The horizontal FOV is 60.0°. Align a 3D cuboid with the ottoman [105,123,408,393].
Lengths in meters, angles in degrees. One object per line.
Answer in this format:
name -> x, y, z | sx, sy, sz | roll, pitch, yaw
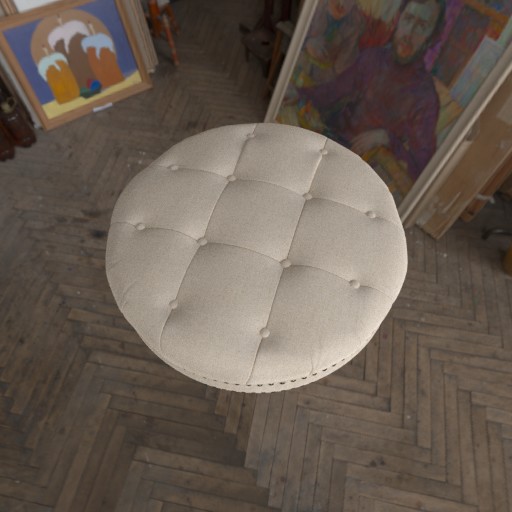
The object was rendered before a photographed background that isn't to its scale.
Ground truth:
ottoman -> 0.000, 0.000, 1.508 | 0.940, 0.483, 0.940 | 0, 57, 0
